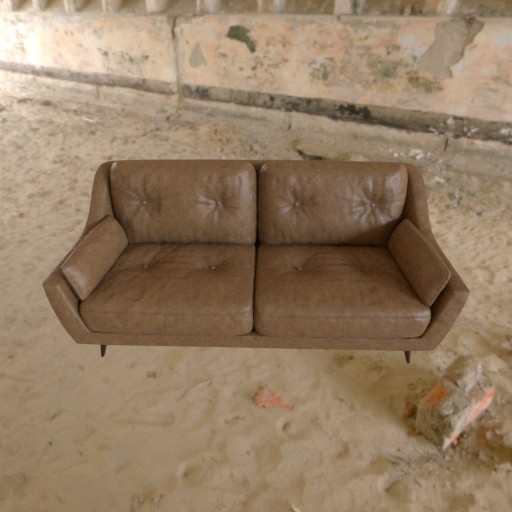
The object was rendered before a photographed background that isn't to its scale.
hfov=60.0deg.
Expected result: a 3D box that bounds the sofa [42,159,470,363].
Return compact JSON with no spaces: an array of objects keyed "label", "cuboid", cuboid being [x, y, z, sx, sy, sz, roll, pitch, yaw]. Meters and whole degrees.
[{"label":"sofa","cuboid":[0.000,0.000,2.364,1.902,0.839,0.904,1,30,1]}]
